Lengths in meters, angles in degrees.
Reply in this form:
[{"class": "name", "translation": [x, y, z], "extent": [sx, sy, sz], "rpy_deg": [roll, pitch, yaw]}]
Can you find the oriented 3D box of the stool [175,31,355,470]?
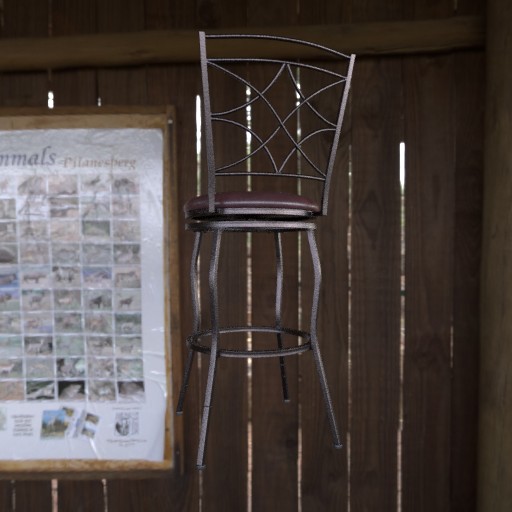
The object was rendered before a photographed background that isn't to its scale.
[{"class": "stool", "translation": [0.000, 0.000, 1.371], "extent": [0.434, 1.117, 0.534], "rpy_deg": [0, 1, -18]}]
